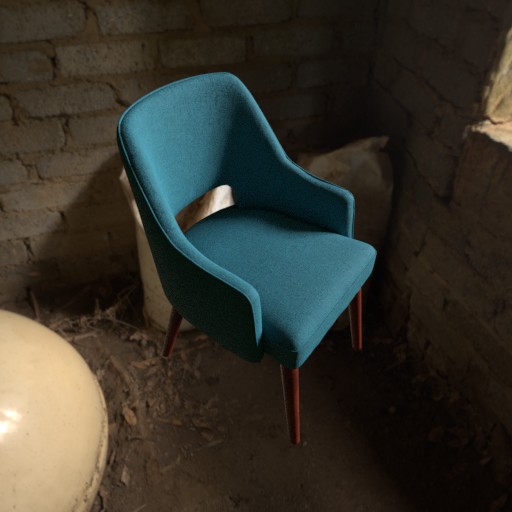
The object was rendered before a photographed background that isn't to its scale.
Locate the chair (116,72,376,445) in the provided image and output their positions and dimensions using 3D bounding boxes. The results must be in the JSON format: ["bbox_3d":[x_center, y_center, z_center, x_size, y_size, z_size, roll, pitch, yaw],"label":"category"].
[{"bbox_3d":[0.000,0.000,1.277,0.605,0.849,0.548,25,47,26],"label":"chair"}]
